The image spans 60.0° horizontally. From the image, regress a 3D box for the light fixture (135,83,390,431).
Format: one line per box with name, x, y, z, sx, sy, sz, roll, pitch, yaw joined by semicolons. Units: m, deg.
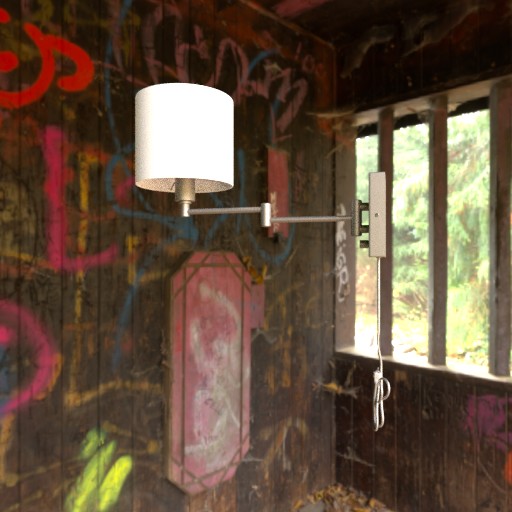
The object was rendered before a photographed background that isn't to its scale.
light fixture;0.000;0.000;0.892;0.516;0.651;0.203;0;0;17
